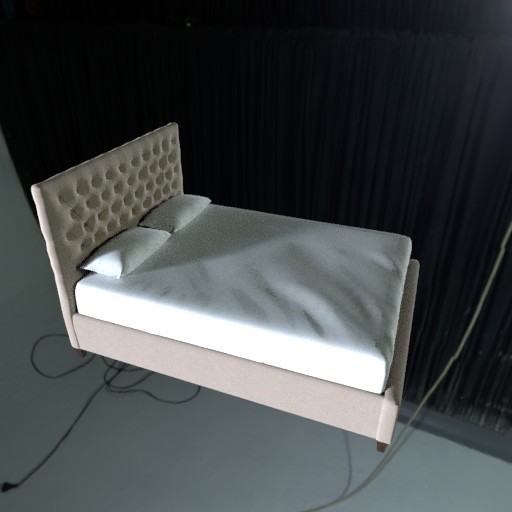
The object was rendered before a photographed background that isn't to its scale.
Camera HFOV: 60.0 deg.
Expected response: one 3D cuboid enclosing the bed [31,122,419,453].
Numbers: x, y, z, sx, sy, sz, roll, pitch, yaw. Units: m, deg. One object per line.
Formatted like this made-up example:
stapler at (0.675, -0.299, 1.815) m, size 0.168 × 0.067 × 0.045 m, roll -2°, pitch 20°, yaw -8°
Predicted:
bed at (0.000, 0.000, 3.379) m, size 2.387 × 1.427 × 1.698 m, roll 11°, pitch 32°, yaw 18°
